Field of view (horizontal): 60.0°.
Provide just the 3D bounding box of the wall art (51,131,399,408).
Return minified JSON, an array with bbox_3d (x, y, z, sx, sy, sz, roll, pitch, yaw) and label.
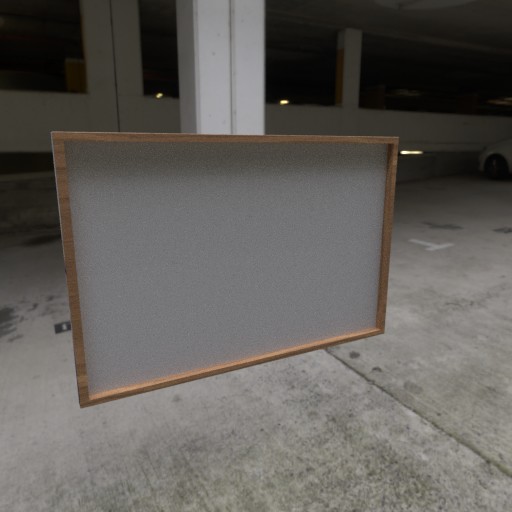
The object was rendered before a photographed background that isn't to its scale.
[{"bbox_3d":[0.000,0.000,0.763,0.604,0.402,0.018,-7,15,-27],"label":"wall art"}]
